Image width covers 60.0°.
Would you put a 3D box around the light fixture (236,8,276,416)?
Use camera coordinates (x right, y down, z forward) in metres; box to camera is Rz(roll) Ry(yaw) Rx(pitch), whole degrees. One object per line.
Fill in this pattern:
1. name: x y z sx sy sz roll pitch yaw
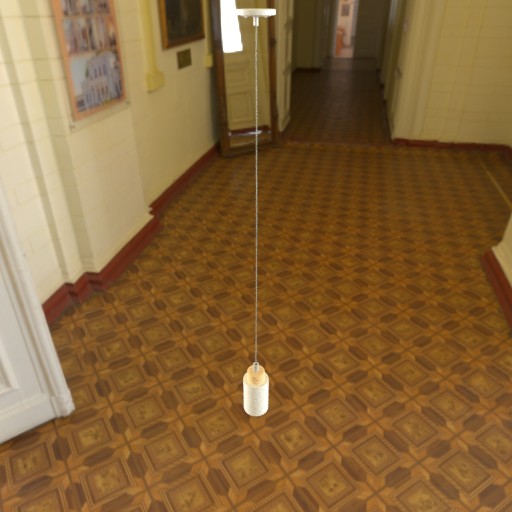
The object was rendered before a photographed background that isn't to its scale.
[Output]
1. light fixture: 0.000 0.000 1.847 0.125 1.798 0.125 -18 34 -28
